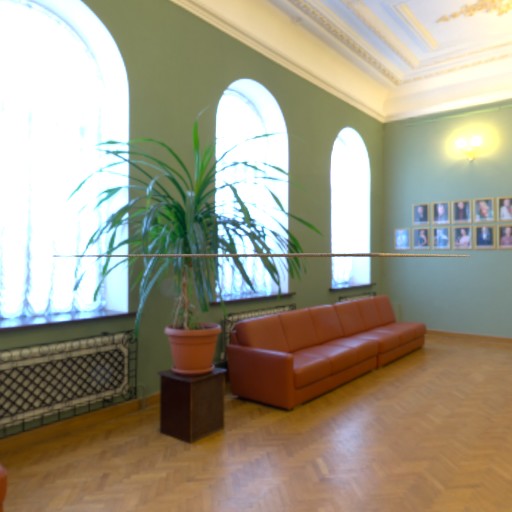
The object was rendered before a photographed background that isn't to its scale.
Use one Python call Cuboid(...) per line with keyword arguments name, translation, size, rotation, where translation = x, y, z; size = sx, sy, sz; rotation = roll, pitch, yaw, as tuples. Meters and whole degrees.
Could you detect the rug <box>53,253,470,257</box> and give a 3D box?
Cuboid(name="rug", translation=(0.000, 0.000, 2.339), size=(1.839, 0.009, 1.236), rotation=(0, 0, 37))
